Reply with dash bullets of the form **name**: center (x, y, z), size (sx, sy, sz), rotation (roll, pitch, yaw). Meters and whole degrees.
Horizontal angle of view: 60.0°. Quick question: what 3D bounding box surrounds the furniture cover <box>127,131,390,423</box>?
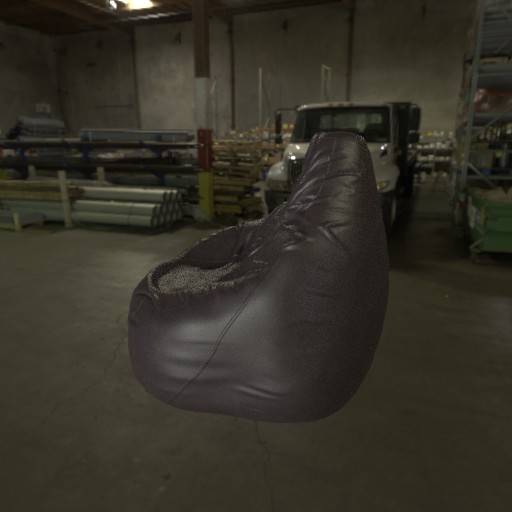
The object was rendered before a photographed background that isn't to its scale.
- **furniture cover**: center (0.000, 0.000, 1.838), size (1.070, 0.990, 1.070), rotation (2, 15, 9)
